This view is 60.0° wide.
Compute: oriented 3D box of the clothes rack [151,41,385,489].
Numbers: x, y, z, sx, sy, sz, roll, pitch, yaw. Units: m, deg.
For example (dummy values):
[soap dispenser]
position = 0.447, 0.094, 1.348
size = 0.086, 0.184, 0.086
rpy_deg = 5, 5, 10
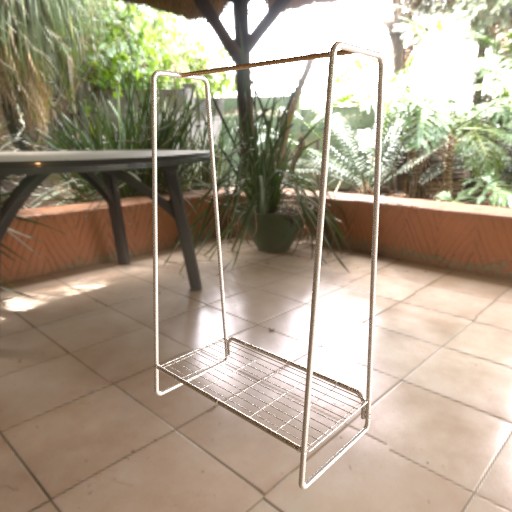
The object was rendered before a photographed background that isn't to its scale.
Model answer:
[clothes rack]
position = 0.000, 0.000, 1.852
size = 0.900, 1.500, 0.495
rpy_deg = 14, 20, 41
